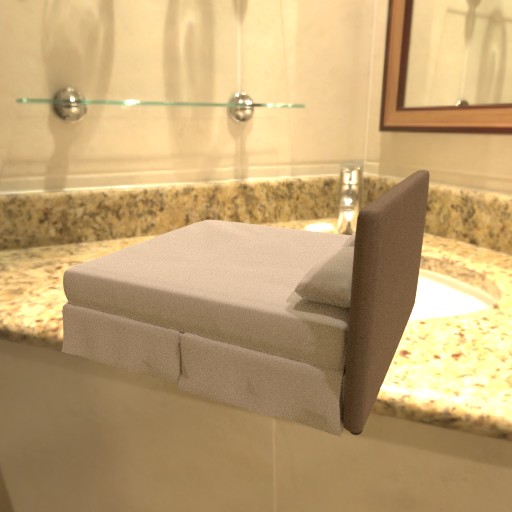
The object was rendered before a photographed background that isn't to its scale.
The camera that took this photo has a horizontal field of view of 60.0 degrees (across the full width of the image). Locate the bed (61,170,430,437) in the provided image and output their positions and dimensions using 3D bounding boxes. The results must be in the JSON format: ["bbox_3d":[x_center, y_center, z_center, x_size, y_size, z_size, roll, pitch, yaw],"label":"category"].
[{"bbox_3d":[0.000,0.000,3.601,2.341,1.317,2.119,8,19,26],"label":"bed"}]
